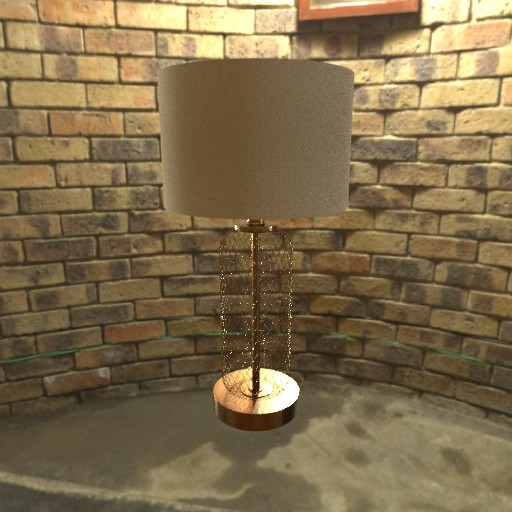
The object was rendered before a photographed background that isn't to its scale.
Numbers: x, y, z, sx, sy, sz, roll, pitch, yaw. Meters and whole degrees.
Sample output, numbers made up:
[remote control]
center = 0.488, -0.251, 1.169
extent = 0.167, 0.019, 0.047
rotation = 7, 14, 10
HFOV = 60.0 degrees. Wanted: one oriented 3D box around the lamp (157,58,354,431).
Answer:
[lamp]
center = 0.000, 0.000, 0.637
extent = 0.252, 0.483, 0.252
rotation = -7, 15, -25
